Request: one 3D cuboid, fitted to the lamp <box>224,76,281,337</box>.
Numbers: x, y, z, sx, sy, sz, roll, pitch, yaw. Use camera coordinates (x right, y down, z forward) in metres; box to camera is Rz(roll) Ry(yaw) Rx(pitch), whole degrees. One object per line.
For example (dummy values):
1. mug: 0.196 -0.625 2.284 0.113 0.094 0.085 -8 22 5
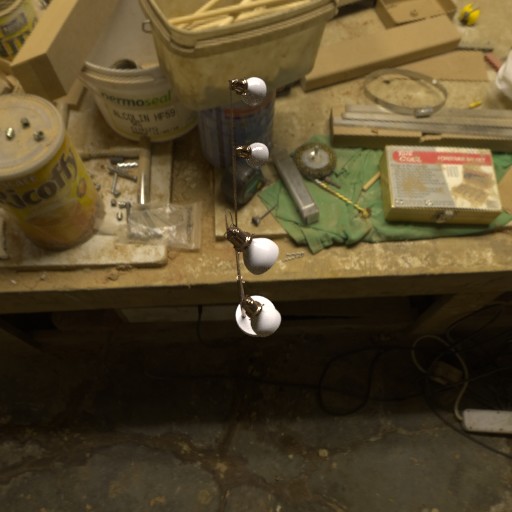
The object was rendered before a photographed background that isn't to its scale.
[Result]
1. lamp: 0.000 0.000 2.915 0.361 2.423 1.405 -1 64 -1
